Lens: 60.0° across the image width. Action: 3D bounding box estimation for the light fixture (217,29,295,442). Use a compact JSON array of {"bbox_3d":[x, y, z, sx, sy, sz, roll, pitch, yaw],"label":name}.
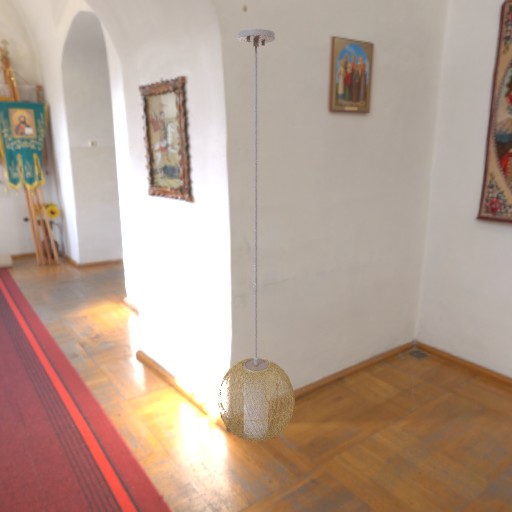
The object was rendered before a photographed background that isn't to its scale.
[{"bbox_3d":[0.000,0.000,2.132,0.406,1.955,0.407,2,15,9],"label":"light fixture"}]
